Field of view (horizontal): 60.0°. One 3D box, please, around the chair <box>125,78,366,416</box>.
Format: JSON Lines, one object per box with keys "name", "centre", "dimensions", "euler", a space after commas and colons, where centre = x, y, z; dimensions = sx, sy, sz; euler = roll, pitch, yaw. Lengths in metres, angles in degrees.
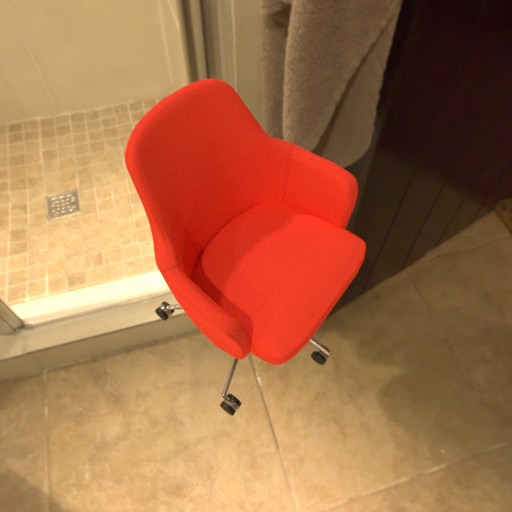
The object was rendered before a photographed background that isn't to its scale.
{"name": "chair", "centre": [0.000, 0.000, 1.279], "dimensions": [0.600, 0.820, 0.655], "euler": [32, 62, 19]}
